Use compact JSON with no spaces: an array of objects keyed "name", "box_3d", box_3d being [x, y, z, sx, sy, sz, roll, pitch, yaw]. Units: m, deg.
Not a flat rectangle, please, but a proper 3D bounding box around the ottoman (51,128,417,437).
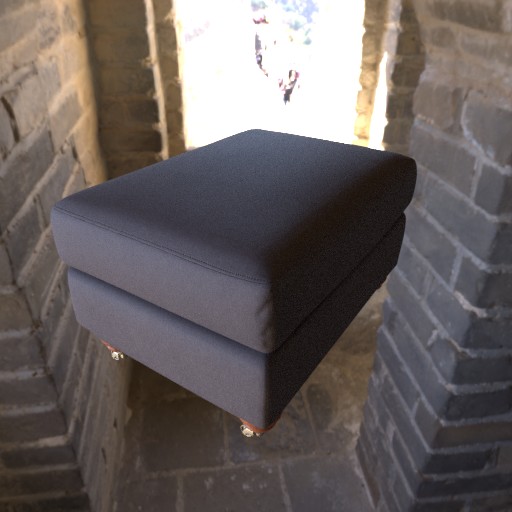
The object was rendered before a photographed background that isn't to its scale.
[{"name":"ottoman","box_3d":[0.000,0.000,1.149,0.574,0.497,0.773,19,35,29]}]
